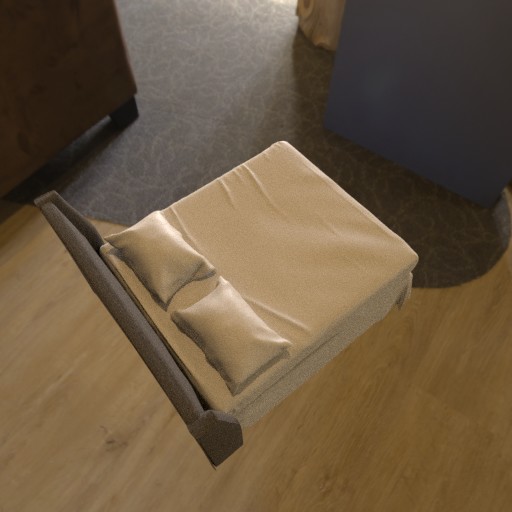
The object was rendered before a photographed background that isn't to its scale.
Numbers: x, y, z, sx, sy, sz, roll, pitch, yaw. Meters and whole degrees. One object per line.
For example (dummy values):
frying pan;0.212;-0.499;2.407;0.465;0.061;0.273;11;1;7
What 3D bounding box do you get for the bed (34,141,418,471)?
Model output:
bed;0.000;0.000;3.444;2.276;1.332;1.925;-34;64;-19
